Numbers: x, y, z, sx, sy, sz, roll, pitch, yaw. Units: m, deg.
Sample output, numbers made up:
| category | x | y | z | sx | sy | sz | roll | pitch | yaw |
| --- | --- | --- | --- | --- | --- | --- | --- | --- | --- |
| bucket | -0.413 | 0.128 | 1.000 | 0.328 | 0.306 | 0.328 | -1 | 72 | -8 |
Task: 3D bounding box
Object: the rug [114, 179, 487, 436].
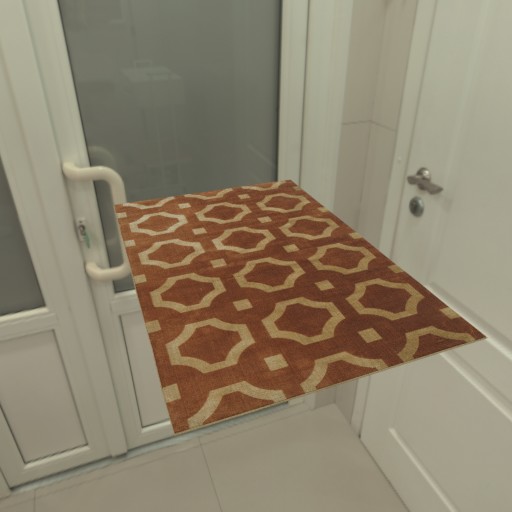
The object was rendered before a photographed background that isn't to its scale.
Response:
| category | x | y | z | sx | sy | sz | roll | pitch | yaw |
| --- | --- | --- | --- | --- | --- | --- | --- | --- | --- |
| rug | 0.000 | 0.000 | 2.848 | 1.555 | 0.016 | 2.286 | -11 | 32 | -18 |
